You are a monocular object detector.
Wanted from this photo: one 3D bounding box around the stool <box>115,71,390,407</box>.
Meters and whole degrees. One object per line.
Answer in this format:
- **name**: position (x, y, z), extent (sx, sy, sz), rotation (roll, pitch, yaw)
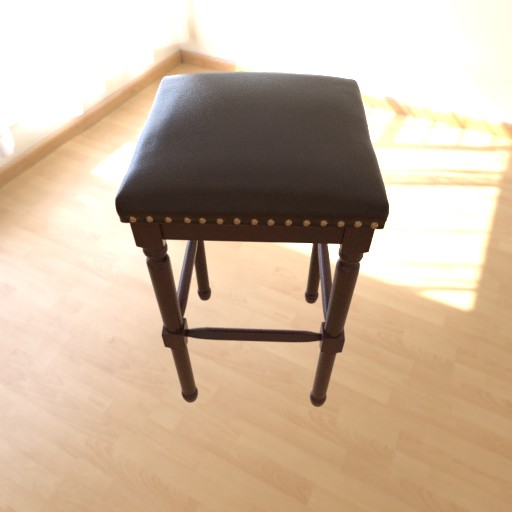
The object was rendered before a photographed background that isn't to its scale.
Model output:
- **stool**: position (0.000, 0.000, 0.951), extent (0.383, 0.702, 0.382), rotation (2, 47, 1)
